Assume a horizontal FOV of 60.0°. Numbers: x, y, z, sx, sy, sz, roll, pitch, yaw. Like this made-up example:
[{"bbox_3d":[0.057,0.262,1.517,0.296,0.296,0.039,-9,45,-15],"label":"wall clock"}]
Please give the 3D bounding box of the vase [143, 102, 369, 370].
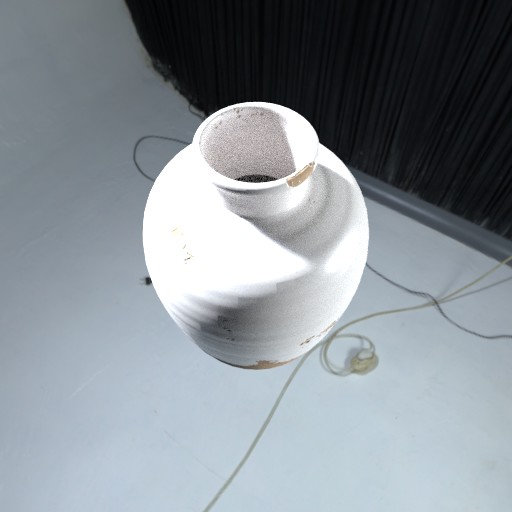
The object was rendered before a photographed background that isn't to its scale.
[{"bbox_3d":[0.000,0.000,0.339,0.158,0.228,0.158,0,56,0],"label":"vase"}]
